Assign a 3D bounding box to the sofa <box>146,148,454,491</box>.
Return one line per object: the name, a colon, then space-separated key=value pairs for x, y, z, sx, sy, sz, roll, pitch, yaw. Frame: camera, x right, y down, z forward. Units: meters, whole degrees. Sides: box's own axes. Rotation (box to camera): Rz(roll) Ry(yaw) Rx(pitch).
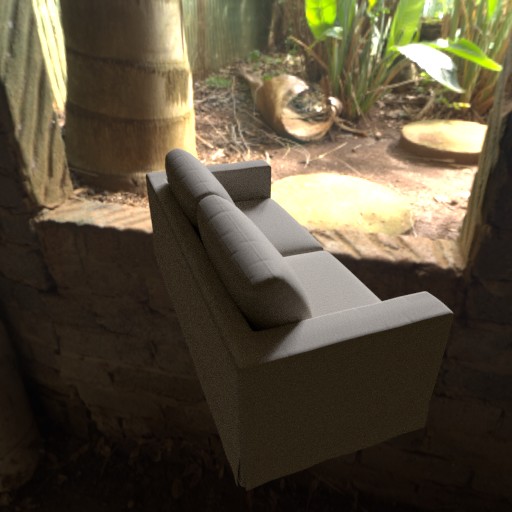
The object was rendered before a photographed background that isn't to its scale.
sofa: x=0.000 y=0.000 z=2.615 sx=0.954 sy=0.881 sz=2.163 roll=-11 pitch=32 yaw=-18
